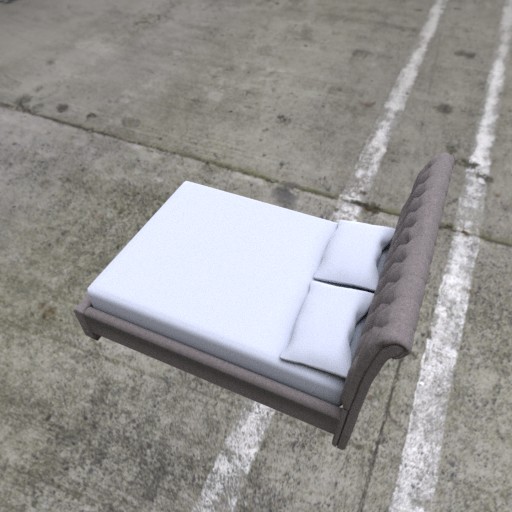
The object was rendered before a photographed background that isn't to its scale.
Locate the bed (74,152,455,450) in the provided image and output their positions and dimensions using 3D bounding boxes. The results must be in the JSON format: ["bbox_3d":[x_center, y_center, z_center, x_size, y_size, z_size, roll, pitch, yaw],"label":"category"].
[{"bbox_3d":[0.000,0.000,3.282,2.252,1.371,1.645,18,49,16],"label":"bed"}]
